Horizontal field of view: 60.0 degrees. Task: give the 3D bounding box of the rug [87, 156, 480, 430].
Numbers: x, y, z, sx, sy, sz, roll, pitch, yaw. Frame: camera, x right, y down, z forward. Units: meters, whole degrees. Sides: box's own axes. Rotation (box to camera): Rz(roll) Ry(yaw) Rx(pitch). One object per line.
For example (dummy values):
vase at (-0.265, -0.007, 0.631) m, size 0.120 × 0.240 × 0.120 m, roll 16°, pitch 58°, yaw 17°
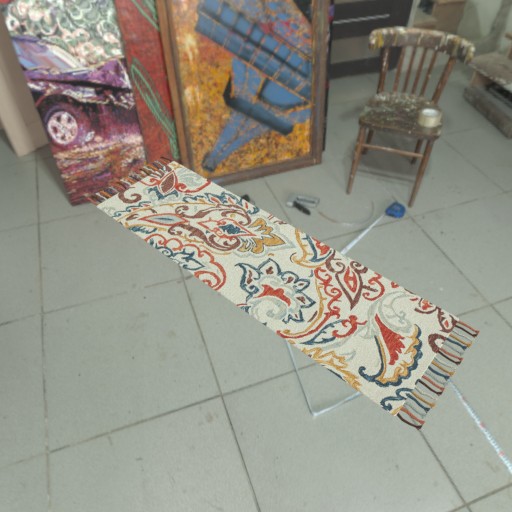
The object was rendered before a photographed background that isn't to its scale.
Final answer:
rug at (0.000, 0.000, 2.906) m, size 2.682 × 0.015 × 0.763 m, roll 32°, pitch 54°, yaw 27°
